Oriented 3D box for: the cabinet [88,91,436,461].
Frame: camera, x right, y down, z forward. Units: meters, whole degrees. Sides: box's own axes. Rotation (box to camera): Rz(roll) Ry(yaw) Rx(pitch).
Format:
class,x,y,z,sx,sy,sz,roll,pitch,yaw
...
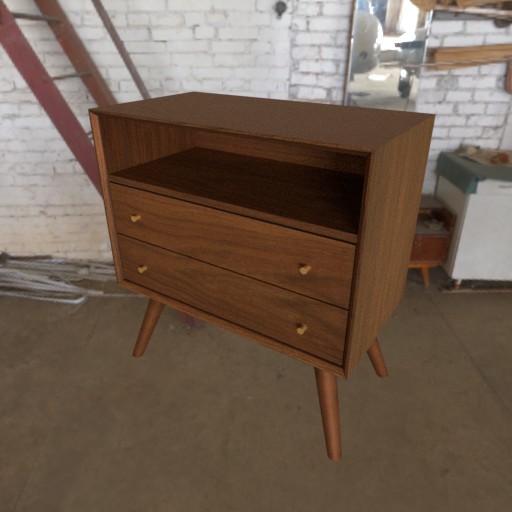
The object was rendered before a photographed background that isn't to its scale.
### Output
class,x,y,z,sx,sy,sz,roll,pitch,yaw
cabinet,0.000,0.000,1.192,0.712,0.748,0.388,17,32,29
